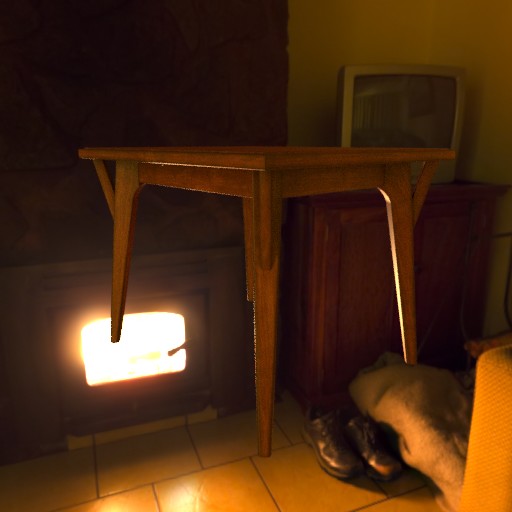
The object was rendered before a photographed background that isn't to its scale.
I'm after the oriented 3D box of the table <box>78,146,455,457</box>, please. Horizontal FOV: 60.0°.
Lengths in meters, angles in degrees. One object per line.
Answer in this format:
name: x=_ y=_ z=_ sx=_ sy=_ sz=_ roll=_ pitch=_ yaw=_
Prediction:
table: x=0.000 y=0.000 z=1.607 sx=0.838 sy=0.761 sz=0.991 roll=-13 pitch=19 yaw=-40
